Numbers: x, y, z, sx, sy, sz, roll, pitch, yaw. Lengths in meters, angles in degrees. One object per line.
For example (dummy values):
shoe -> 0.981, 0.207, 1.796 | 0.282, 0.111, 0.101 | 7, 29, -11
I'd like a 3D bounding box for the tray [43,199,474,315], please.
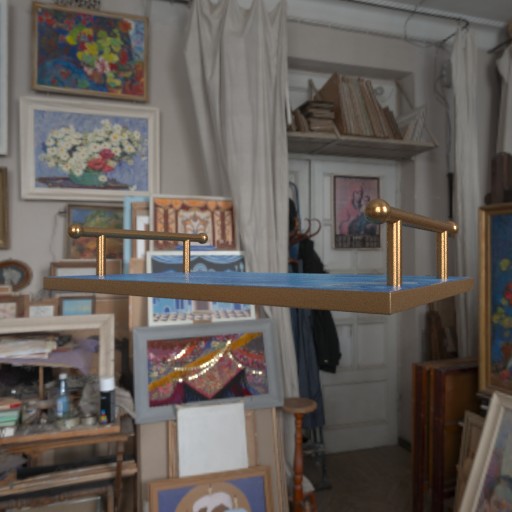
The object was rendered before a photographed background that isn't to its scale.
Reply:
tray -> 0.000, 0.000, 0.553 | 0.444, 0.084, 0.304 | 0, -1, 36
